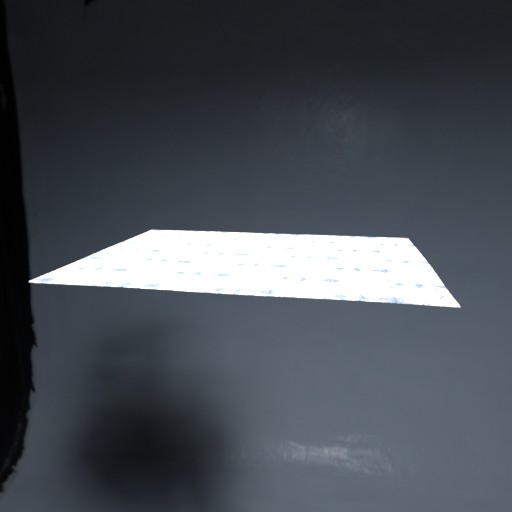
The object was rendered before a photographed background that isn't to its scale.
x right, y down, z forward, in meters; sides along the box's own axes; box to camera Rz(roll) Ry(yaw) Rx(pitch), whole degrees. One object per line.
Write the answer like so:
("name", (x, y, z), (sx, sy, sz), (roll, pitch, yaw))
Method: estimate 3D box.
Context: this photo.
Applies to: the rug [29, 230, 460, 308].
("rug", (0.000, 0.000, 3.061), (2.261, 0.013, 1.676), (2, 14, 10))
